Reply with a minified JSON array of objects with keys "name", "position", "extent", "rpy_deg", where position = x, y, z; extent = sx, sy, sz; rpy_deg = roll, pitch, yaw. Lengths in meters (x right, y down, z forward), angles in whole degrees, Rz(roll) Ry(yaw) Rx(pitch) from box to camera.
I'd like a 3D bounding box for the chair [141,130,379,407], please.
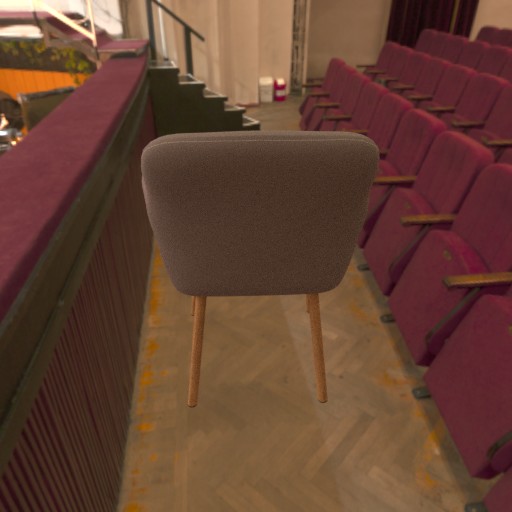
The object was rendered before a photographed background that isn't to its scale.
[{"name":"chair","position":[0.000,0.000,1.206],"extent":[0.570,0.830,0.590],"rpy_deg":[-1,31,-2]}]
